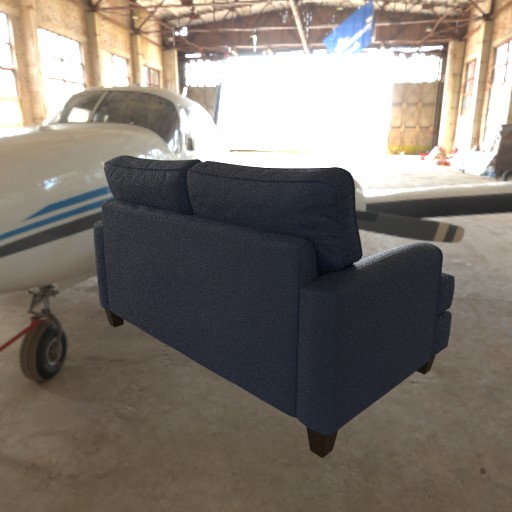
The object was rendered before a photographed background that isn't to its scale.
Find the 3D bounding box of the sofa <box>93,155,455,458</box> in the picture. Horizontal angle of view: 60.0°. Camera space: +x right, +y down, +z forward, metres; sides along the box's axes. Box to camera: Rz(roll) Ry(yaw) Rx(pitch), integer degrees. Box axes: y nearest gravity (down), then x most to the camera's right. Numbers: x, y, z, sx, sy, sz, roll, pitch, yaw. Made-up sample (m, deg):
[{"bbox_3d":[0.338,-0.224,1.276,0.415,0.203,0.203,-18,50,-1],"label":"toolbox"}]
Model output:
[{"bbox_3d":[0.000,0.000,2.205,0.965,0.965,1.651,-14,21,-42],"label":"sofa"}]
